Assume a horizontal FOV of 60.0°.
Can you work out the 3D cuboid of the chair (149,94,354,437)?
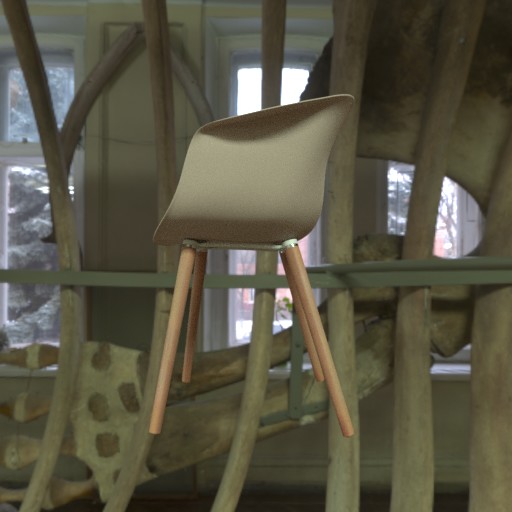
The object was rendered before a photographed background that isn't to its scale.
[{"bbox_3d":[0.000,0.000,1.172,0.504,0.781,0.593,0,-1,0],"label":"chair"}]
